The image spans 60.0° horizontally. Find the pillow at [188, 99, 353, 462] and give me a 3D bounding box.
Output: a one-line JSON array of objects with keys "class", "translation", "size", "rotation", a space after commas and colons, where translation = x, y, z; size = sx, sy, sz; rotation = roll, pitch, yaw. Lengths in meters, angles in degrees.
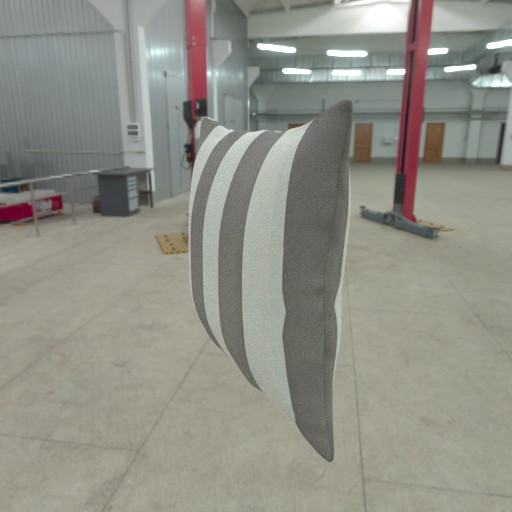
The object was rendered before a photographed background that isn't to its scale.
[{"class": "pillow", "translation": [0.000, 0.000, 0.810], "size": [0.192, 0.507, 0.522], "rotation": [-7, 17, -25]}]
